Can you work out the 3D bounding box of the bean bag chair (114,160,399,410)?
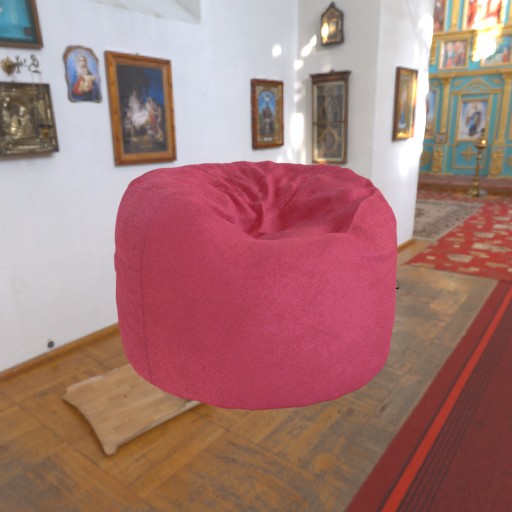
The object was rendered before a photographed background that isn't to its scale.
[{"bbox_3d":[0.000,0.000,1.962,1.218,0.788,1.218,0,15,0],"label":"bean bag chair"}]
